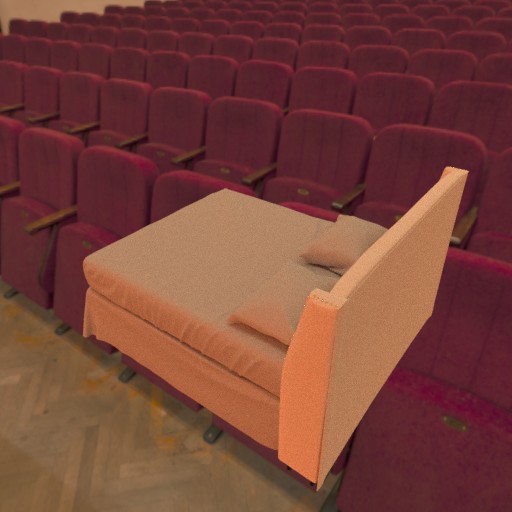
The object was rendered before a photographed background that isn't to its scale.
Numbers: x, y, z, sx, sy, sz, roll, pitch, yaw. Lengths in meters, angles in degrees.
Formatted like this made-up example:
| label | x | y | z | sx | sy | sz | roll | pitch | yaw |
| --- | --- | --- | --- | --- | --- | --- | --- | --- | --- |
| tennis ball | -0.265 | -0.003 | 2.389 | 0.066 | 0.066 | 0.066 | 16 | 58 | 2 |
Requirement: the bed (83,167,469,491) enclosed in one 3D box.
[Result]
| label | x | y | z | sx | sy | sz | roll | pitch | yaw |
| --- | --- | --- | --- | --- | --- | --- | --- | --- | --- |
| bed | 0.000 | 0.000 | 3.319 | 2.276 | 1.332 | 1.925 | 22 | 38 | 31 |
